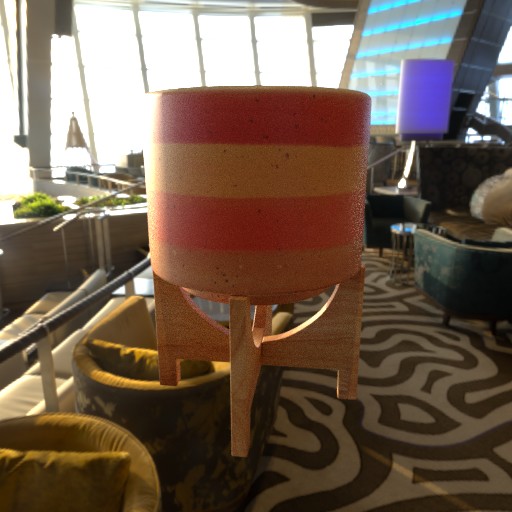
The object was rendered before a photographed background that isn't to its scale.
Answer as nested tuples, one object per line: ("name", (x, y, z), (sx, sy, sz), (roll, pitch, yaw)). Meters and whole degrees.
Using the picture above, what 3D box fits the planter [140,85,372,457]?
("planter", (0.000, 0.000, 0.558), (0.269, 0.379, 0.269), (0, 15, 0))
